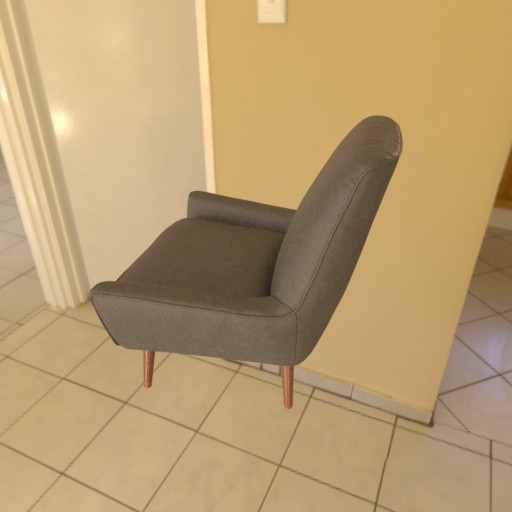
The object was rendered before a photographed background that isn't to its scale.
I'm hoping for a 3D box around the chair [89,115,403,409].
[{"bbox_3d":[0.000,0.000,1.504,0.822,0.888,0.787,8,31,13],"label":"chair"}]
